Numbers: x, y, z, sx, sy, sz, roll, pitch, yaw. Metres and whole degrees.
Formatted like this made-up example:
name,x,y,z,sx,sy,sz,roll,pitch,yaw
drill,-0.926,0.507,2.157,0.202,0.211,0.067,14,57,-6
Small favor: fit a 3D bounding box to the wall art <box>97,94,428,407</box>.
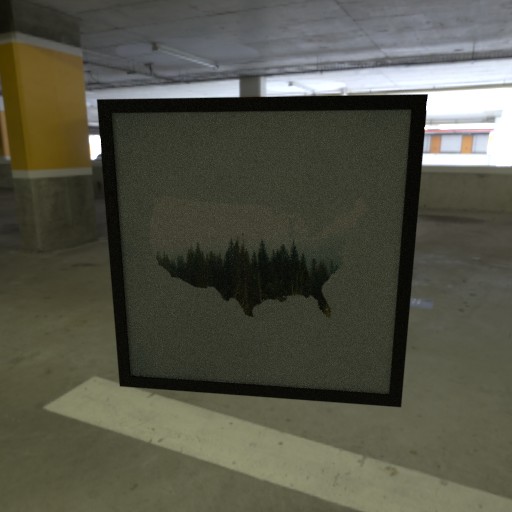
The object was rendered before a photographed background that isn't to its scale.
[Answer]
name,x,y,z,sx,sy,sz,roll,pitch,yaw
wall art,0.000,0.000,0.754,0.509,0.509,0.040,2,14,8
